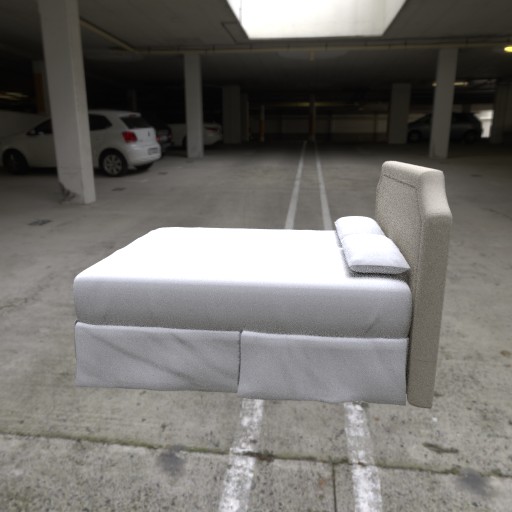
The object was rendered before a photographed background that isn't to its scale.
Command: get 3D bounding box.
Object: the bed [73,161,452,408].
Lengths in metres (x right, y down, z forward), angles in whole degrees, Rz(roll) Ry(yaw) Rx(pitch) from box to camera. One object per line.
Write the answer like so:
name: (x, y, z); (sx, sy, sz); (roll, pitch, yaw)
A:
bed: (0.000, 0.000, 3.160); (2.116, 1.290, 1.693); (2, 14, 6)
